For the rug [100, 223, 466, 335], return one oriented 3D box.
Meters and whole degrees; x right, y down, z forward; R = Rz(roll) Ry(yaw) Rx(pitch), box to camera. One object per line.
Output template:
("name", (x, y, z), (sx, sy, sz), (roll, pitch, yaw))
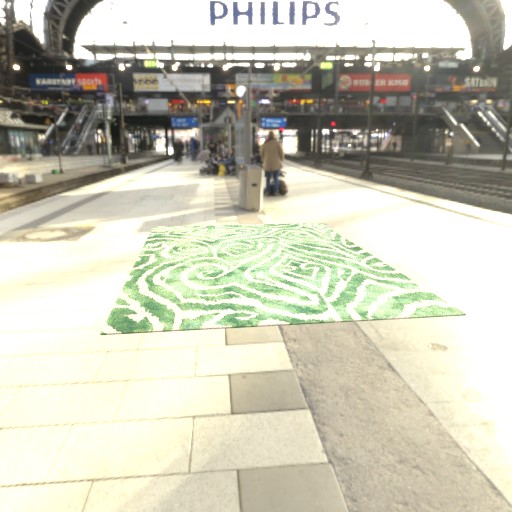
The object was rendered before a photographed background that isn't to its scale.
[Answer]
("rug", (0.000, 0.000, 2.325), (1.220, 0.006, 1.826), (-2, 14, -7))
